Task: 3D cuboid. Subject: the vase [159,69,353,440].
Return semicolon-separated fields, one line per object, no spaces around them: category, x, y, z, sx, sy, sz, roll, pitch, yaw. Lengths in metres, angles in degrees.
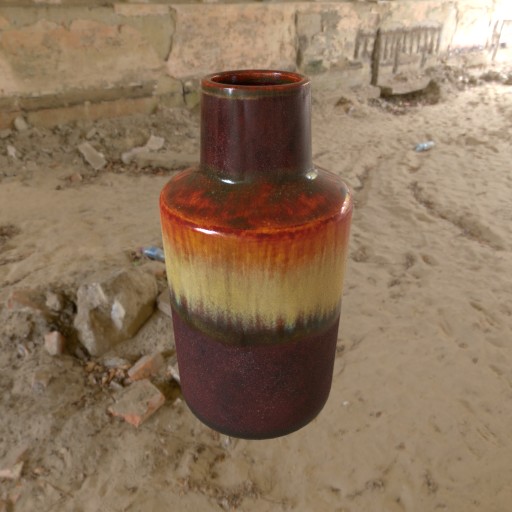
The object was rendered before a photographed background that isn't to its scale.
vase;0.000;0.000;0.269;0.108;0.204;0.108;0;31;0
